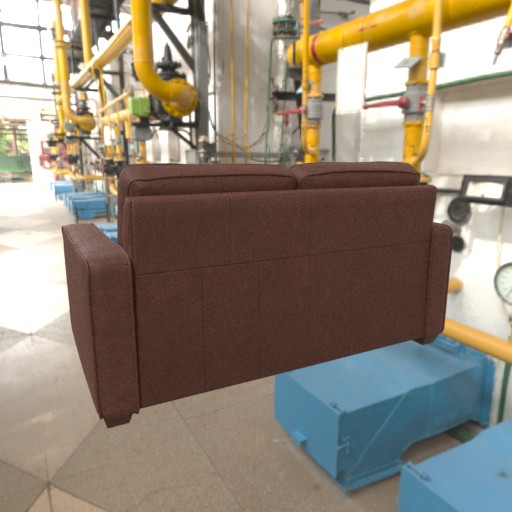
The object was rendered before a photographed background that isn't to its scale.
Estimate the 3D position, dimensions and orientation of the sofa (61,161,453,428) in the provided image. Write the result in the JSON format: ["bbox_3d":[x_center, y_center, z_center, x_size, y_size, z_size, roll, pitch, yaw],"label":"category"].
[{"bbox_3d":[0.000,0.000,2.196,1.709,0.918,0.947,-6,14,-27],"label":"sofa"}]
